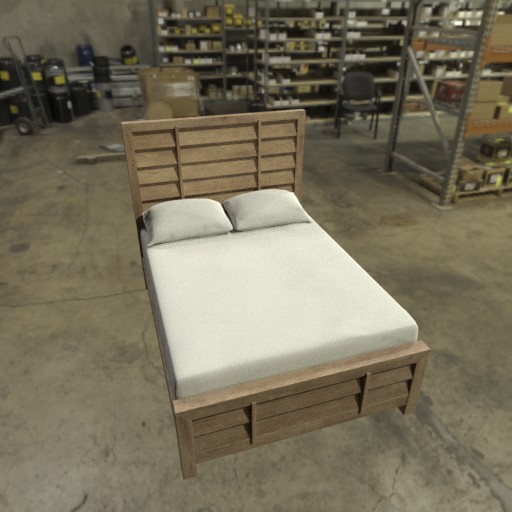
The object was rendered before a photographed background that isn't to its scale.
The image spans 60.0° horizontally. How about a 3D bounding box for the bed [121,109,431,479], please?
[{"bbox_3d":[0.000,0.000,3.370,1.626,1.626,2.197,-9,31,-16],"label":"bed"}]
